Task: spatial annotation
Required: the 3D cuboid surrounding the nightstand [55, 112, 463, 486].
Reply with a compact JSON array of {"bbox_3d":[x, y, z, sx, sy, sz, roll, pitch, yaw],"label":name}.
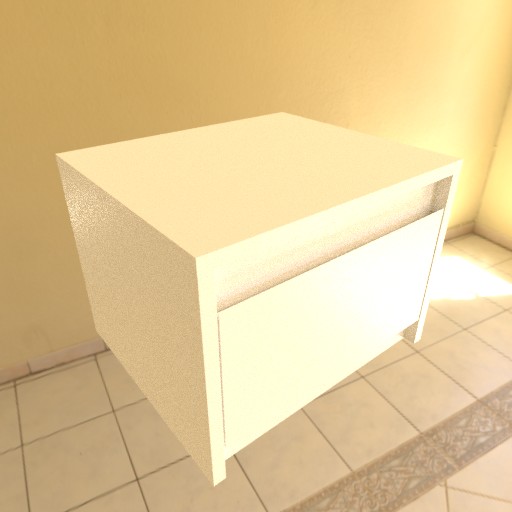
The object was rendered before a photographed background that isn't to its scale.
[{"bbox_3d":[0.000,0.000,0.763,0.470,0.351,0.408,-22,37,-33],"label":"nightstand"}]
